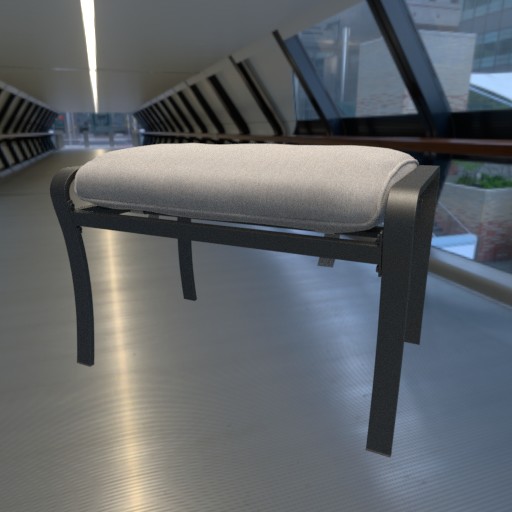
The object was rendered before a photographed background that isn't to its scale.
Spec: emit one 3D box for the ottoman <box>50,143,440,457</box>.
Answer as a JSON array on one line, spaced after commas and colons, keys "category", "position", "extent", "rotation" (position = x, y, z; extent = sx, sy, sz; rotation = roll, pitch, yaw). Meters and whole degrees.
[{"category": "ottoman", "position": [0.000, 0.000, 0.865], "extent": [0.610, 0.422, 0.406], "rotation": [8, 18, 24]}]
